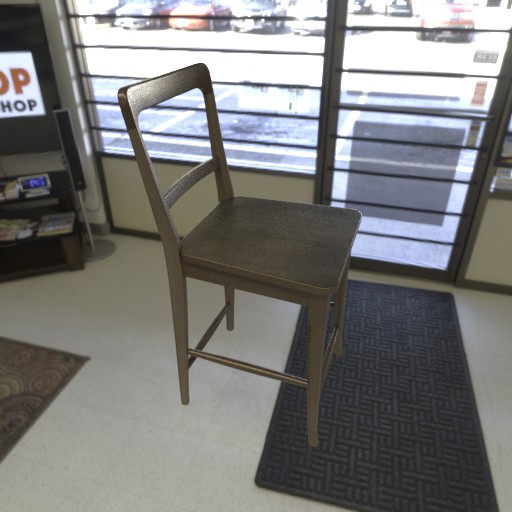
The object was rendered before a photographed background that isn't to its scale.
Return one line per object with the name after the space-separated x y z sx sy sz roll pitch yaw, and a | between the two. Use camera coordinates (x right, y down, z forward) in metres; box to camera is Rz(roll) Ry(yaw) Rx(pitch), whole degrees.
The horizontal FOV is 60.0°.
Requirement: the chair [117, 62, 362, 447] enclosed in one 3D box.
0.000 0.000 1.315 0.546 0.991 0.450 11 33 17 | chair
